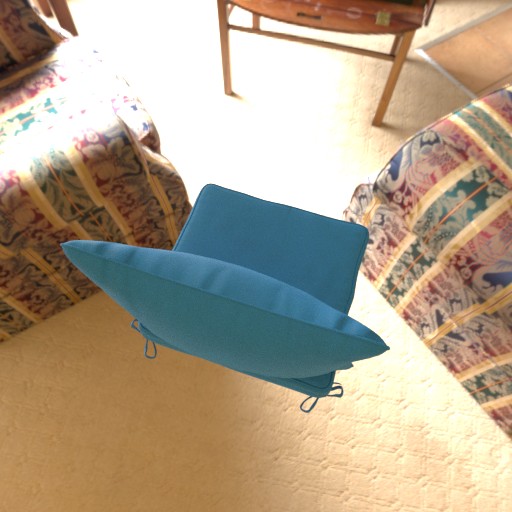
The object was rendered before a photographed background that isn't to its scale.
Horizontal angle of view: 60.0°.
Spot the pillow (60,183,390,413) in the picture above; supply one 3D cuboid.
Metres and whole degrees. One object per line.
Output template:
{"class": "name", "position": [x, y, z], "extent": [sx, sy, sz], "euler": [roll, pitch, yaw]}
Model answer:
{"class": "pillow", "position": [0.000, 0.000, 1.392], "extent": [0.798, 0.725, 0.733], "euler": [17, 64, 8]}
